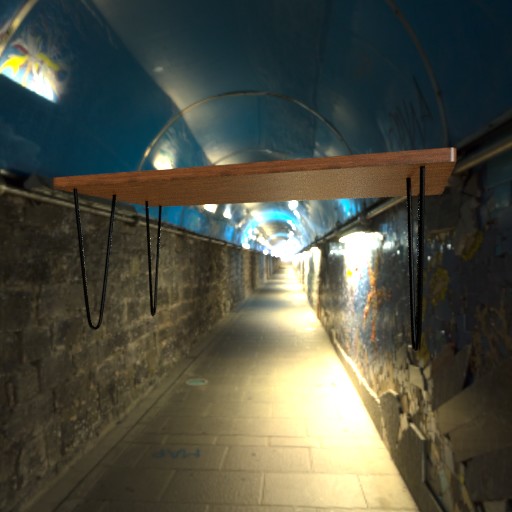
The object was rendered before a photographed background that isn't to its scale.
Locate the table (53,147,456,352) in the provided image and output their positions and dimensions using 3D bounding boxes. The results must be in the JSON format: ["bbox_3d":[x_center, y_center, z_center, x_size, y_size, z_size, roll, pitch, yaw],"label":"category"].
[{"bbox_3d":[0.000,0.000,2.250,1.791,0.753,0.883,0,0,20],"label":"table"}]
